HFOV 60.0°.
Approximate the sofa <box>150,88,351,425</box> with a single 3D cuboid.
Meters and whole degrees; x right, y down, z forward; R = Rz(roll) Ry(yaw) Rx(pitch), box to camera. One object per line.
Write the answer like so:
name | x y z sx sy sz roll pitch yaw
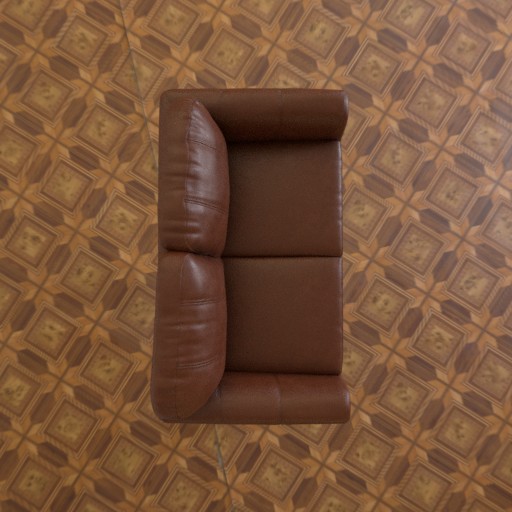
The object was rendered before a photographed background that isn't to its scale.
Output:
sofa | 0.000 0.000 1.975 0.805 0.906 1.406 0 88 0
